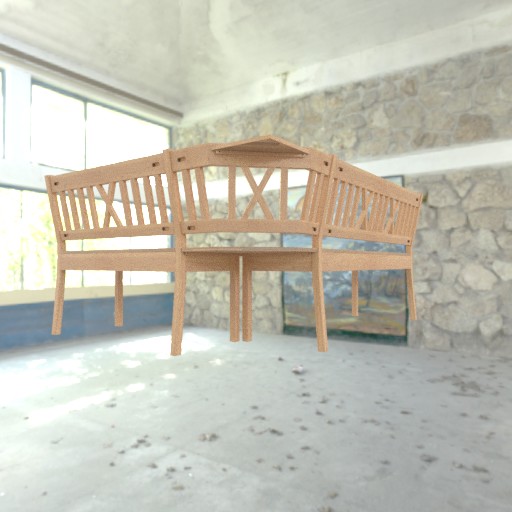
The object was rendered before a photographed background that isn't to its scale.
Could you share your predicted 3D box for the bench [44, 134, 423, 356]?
[{"bbox_3d":[0.000,0.000,2.818,1.537,0.902,1.937,-1,-1,36],"label":"bench"}]
